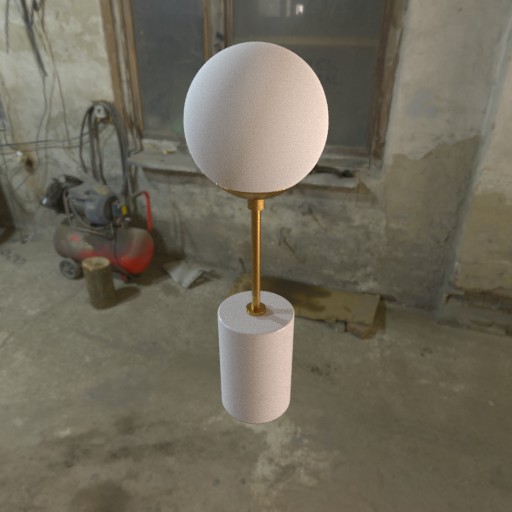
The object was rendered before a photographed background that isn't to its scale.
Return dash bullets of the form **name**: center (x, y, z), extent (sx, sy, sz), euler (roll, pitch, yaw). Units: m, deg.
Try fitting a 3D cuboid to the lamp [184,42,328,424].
- **lamp**: center (0.000, 0.000, 0.551), extent (0.153, 0.480, 0.153), euler (0, 28, 0)
